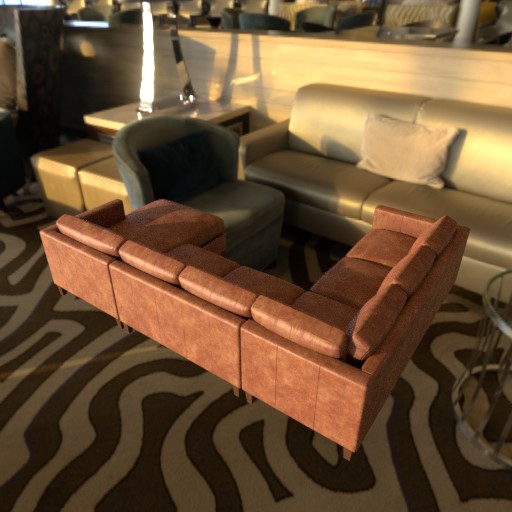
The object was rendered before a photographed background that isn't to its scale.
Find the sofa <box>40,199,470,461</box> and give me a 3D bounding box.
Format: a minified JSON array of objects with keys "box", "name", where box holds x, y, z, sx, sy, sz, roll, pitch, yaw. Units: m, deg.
[{"box":[0.000,0.000,4.379,3.324,0.888,2.452,20,37,30],"name":"sofa"}]
